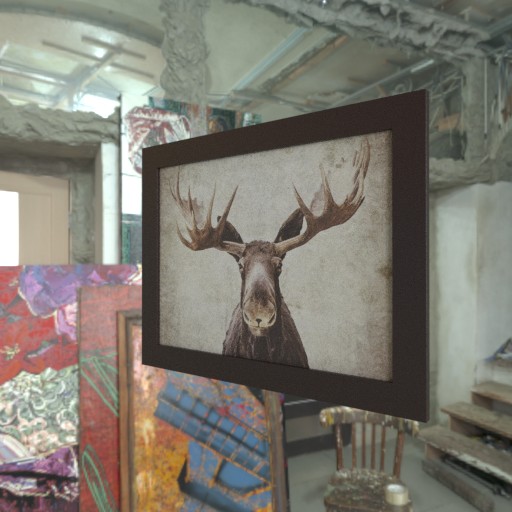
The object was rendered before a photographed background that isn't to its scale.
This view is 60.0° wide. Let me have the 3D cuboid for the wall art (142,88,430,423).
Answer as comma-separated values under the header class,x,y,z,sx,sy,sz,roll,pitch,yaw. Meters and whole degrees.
class,x,y,z,sx,sy,sz,roll,pitch,yaw
wall art,0.000,0.000,1.620,1.207,0.952,0.034,0,0,35
